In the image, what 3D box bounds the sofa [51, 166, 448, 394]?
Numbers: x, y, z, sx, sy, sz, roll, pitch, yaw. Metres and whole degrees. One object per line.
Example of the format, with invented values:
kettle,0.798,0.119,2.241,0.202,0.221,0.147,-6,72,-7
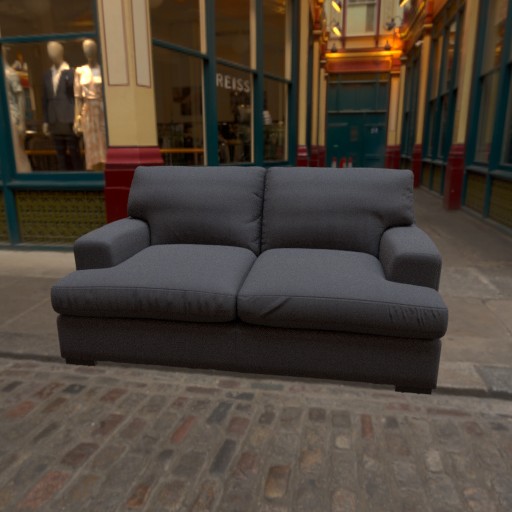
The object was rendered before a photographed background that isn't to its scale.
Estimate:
sofa,0.000,0.000,2.484,1.880,0.940,1.143,2,15,9
